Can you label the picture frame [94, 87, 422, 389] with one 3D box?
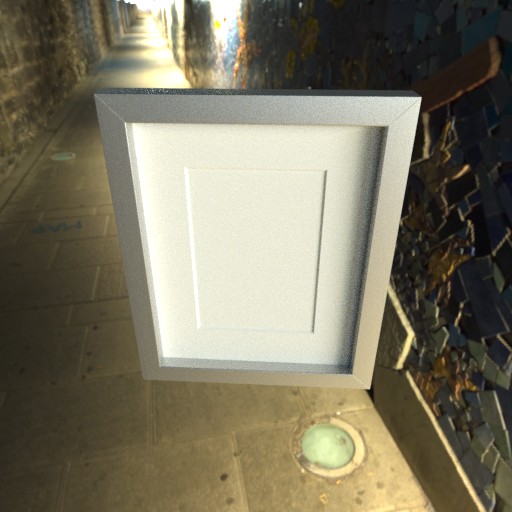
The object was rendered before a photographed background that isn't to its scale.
[{"bbox_3d":[0.000,0.000,0.398,0.233,0.282,0.036,2,30,3],"label":"picture frame"}]
